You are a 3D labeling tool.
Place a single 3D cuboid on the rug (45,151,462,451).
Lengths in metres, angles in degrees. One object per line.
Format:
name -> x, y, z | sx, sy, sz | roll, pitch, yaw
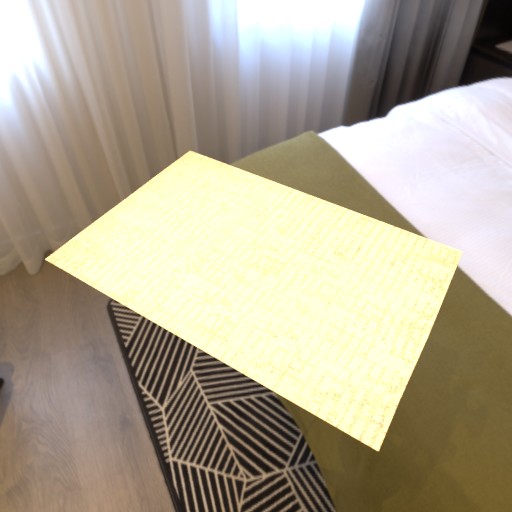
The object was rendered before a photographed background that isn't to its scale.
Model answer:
rug -> 0.000, 0.000, 2.317 | 1.827, 0.007, 1.211 | 24, 50, 22
